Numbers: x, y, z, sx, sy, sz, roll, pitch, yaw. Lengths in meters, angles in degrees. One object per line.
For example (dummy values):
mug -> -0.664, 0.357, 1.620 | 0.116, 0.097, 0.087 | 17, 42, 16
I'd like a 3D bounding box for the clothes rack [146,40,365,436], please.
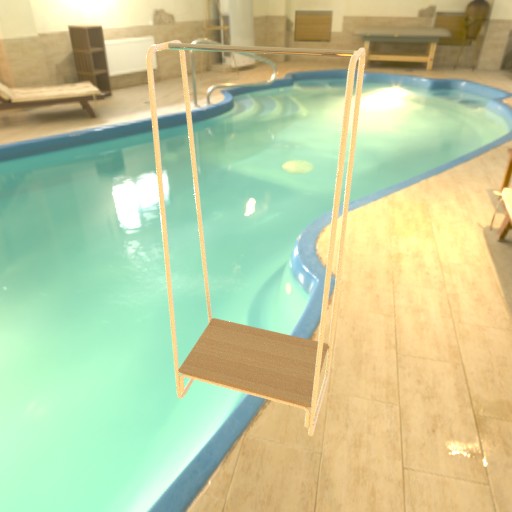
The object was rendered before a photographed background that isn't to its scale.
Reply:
clothes rack -> 0.000, 0.000, 1.744 | 0.640, 1.500, 0.400 | 10, 33, 16
